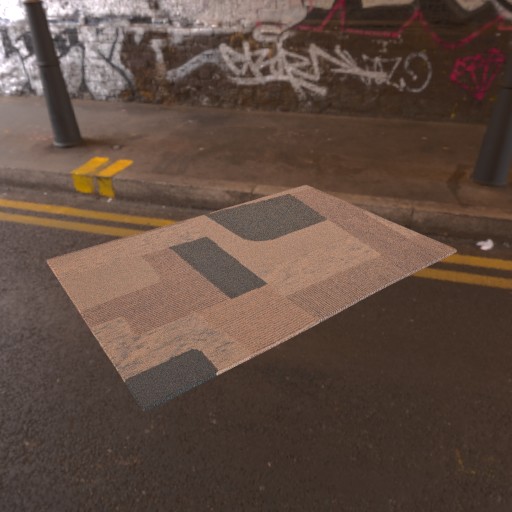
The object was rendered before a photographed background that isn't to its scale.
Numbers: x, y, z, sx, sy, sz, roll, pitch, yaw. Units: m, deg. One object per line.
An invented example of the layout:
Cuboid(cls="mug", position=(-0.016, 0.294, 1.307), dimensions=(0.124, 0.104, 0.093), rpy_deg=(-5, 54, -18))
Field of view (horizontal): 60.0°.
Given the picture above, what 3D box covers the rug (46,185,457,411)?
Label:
Cuboid(cls="rug", position=(0.000, 0.000, 2.389), dimensions=(1.847, 0.020, 1.238), rpy_deg=(-20, 36, -31))
